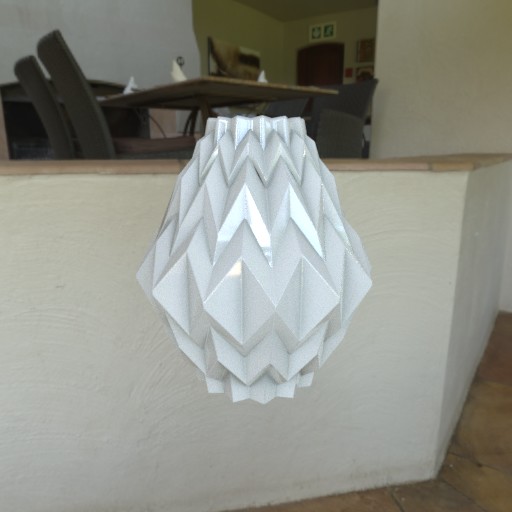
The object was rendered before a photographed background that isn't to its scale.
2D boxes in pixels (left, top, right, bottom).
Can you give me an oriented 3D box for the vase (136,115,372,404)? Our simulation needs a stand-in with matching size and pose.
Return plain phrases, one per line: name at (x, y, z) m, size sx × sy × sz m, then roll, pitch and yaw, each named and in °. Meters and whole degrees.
vase at (0.000, 0.000, 0.312) m, size 0.164 × 0.185 × 0.164 m, roll 0°, pitch 14°, yaw 0°
